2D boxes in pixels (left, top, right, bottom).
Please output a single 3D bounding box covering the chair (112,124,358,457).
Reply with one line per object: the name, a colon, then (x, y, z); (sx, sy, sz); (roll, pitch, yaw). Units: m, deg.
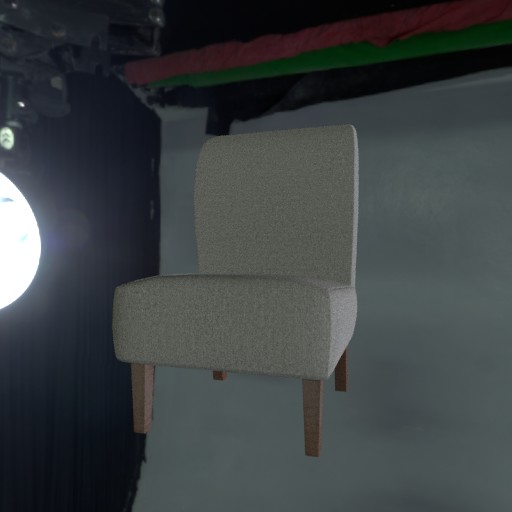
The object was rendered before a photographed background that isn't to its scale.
chair: (0.000, 0.000, 1.177); (0.513, 0.804, 0.592); (0, 0, 17)
